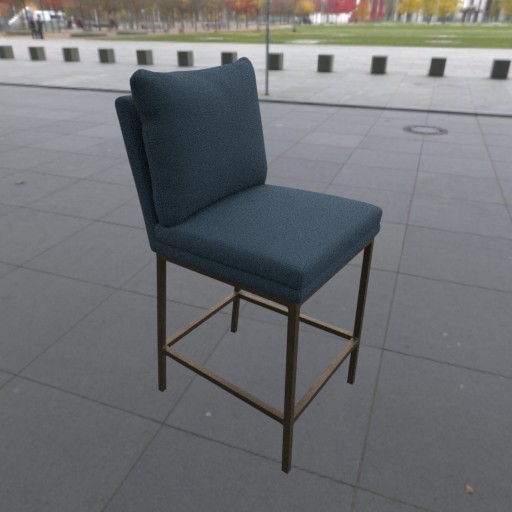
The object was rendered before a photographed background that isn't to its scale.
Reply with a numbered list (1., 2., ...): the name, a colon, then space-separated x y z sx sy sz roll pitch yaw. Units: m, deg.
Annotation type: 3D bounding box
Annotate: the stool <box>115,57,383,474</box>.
1. stool: 0.000 0.000 1.301 0.568 1.032 0.463 19 33 31
